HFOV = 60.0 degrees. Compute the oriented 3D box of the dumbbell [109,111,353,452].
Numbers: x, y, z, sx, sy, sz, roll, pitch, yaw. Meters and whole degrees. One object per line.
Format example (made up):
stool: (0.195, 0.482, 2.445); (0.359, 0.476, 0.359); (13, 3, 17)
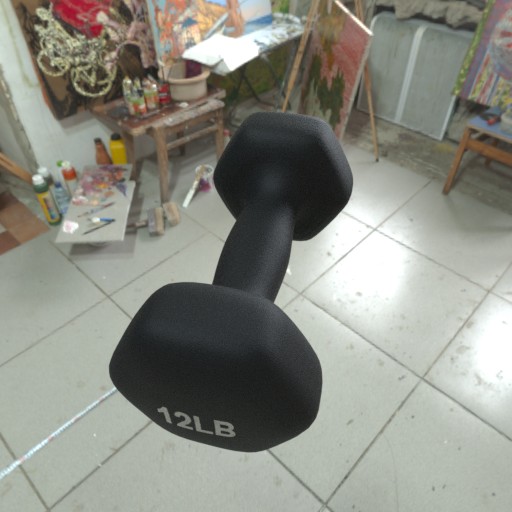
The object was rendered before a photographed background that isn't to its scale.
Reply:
dumbbell: (0.000, 0.000, 0.291); (0.112, 0.101, 0.231); (10, 46, 10)
